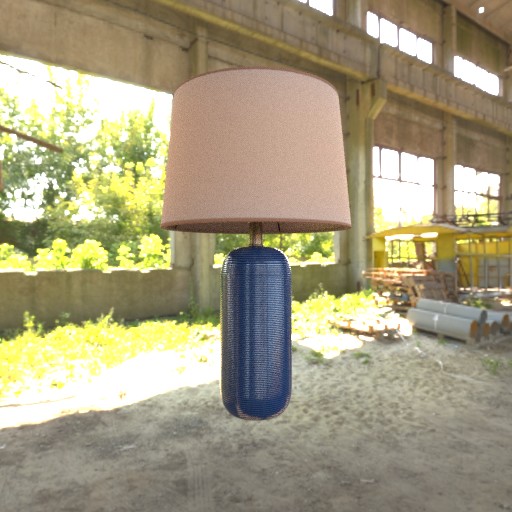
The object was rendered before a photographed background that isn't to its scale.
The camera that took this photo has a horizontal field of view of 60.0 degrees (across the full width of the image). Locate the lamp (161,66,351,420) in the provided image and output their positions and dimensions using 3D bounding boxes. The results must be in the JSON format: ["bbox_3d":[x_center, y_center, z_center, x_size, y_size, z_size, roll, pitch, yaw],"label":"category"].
[{"bbox_3d":[0.000,0.000,0.871,0.367,0.609,0.367,0,0,0],"label":"lamp"}]
